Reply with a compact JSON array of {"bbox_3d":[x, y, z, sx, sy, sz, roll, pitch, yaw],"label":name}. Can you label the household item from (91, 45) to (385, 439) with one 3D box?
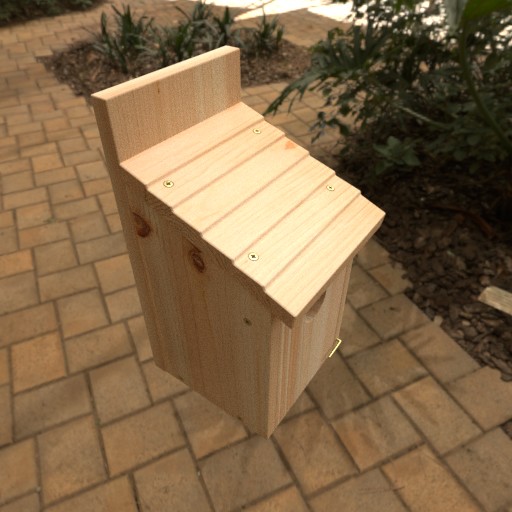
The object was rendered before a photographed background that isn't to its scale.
[{"bbox_3d":[0.000,0.000,0.402,0.171,0.300,0.149,25,46,27],"label":"household item"}]
